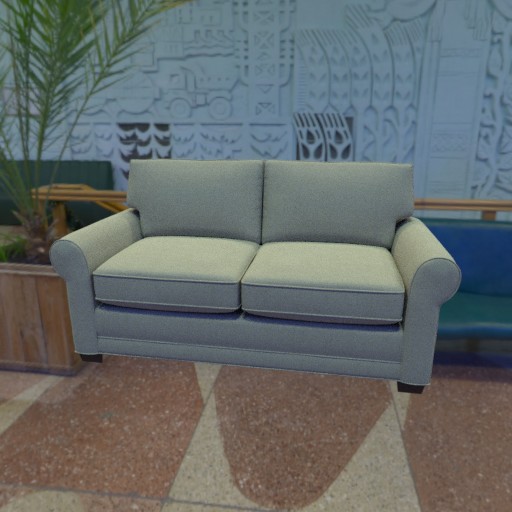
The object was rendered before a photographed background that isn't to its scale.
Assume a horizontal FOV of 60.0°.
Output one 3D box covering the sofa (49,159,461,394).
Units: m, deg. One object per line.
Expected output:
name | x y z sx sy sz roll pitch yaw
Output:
sofa | 0.000 0.000 2.277 1.774 0.933 0.861 3 17 9
